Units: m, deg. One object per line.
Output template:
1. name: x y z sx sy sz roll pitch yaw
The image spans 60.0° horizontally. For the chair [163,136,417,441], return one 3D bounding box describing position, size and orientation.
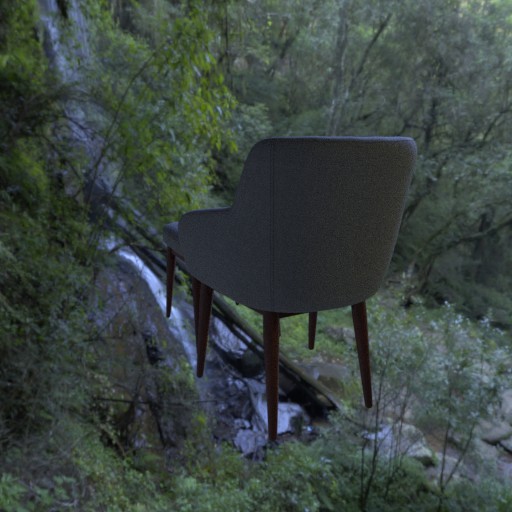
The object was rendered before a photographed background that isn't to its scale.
1. chair: 0.000 0.000 1.547 0.584 0.799 1.107 -7 16 -26
